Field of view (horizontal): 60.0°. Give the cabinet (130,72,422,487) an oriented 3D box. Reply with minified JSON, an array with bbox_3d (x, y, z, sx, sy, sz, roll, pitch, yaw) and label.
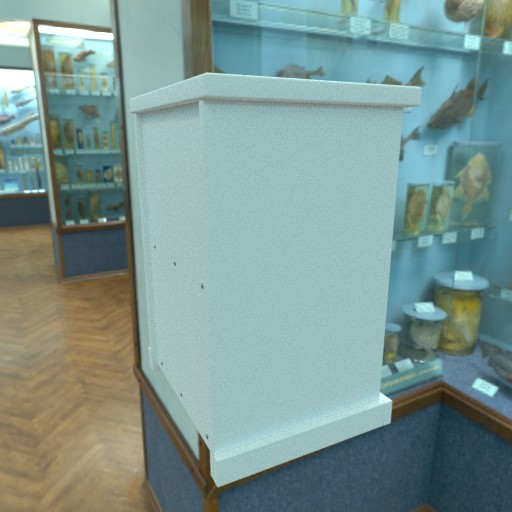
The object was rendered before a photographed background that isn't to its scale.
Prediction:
[{"bbox_3d":[0.000,0.000,1.047,0.431,0.723,0.520,-8,17,-26],"label":"cabinet"}]
